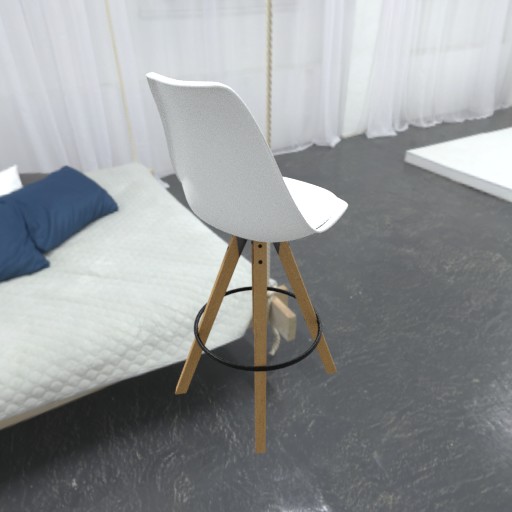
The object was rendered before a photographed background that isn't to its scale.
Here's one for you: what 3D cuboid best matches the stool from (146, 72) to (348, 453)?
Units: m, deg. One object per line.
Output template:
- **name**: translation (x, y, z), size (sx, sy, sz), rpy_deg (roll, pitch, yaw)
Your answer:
- **stool**: translation (0.000, 0.000, 1.389), size (0.482, 1.115, 0.549), rpy_deg (23, 38, 33)
